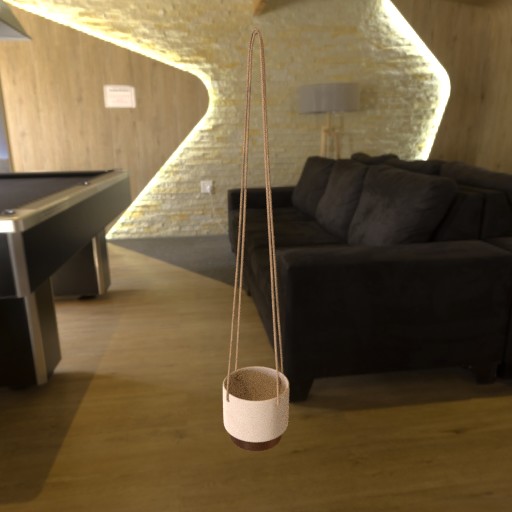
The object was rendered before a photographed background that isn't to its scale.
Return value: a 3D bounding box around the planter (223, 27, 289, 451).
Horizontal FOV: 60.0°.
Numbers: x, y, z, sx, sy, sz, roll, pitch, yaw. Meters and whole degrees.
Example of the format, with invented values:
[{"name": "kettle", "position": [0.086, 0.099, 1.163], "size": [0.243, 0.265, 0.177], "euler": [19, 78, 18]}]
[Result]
[{"name": "planter", "position": [0.000, 0.000, 0.899], "size": [0.146, 0.841, 0.146], "euler": [2, 15, 8]}]
